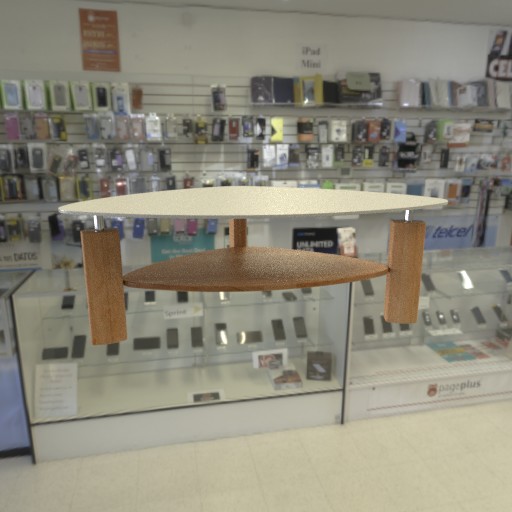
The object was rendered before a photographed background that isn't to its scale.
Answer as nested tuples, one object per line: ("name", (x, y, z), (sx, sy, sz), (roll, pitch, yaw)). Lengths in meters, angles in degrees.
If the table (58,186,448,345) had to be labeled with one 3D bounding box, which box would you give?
("table", (0.000, 0.000, 1.646), (1.250, 0.440, 0.850), (-2, 14, -9))
